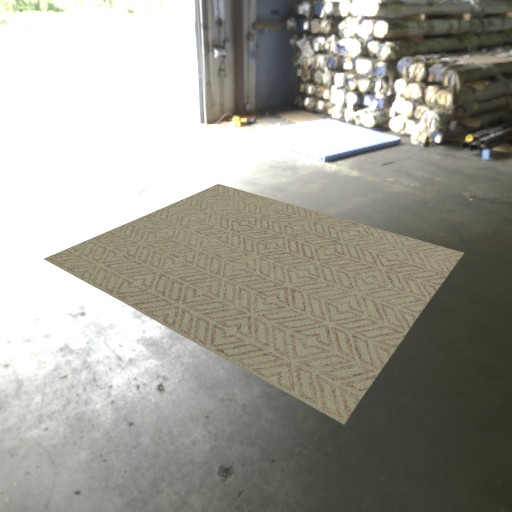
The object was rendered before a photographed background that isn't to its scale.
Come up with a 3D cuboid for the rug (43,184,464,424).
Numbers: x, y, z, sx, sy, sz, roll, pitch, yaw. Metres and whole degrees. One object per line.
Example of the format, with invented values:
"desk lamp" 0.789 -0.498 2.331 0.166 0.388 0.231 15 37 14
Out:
"rug" 0.000 0.000 4.086 3.045 0.008 2.421 20 36 31
